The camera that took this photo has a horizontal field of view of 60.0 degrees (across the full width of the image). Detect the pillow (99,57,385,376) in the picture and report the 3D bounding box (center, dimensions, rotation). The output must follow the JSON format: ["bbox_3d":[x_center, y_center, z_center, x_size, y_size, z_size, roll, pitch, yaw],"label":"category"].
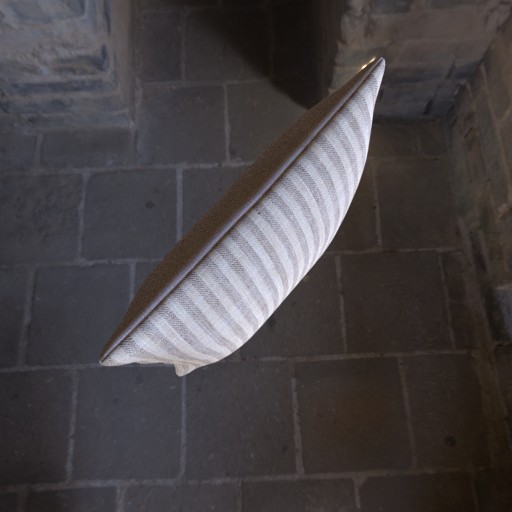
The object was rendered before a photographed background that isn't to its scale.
[{"bbox_3d":[0.000,0.000,0.773,0.166,0.510,0.523,40,79,10],"label":"pillow"}]
